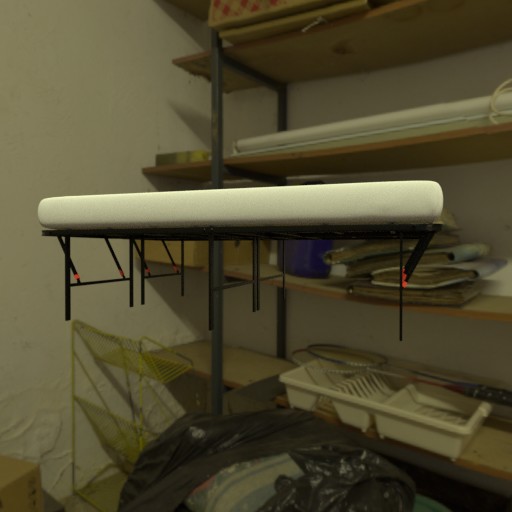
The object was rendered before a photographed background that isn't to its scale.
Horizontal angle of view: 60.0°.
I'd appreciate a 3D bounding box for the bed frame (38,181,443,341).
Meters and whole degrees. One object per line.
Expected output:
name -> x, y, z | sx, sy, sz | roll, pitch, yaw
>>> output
bed frame -> 0.000, 0.000, 2.569 | 1.905, 0.637, 1.372 | 0, 1, 18
